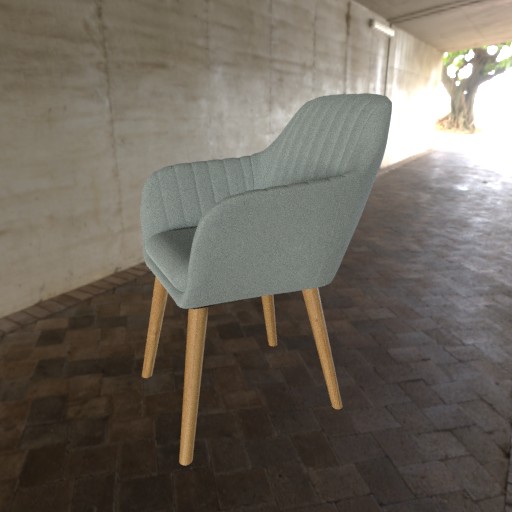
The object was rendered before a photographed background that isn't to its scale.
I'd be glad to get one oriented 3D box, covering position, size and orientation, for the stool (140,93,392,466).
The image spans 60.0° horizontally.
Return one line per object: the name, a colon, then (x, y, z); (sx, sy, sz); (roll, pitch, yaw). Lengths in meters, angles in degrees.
stool: (0.000, 0.000, 1.199); (0.590, 0.830, 0.503); (-9, 21, -25)
